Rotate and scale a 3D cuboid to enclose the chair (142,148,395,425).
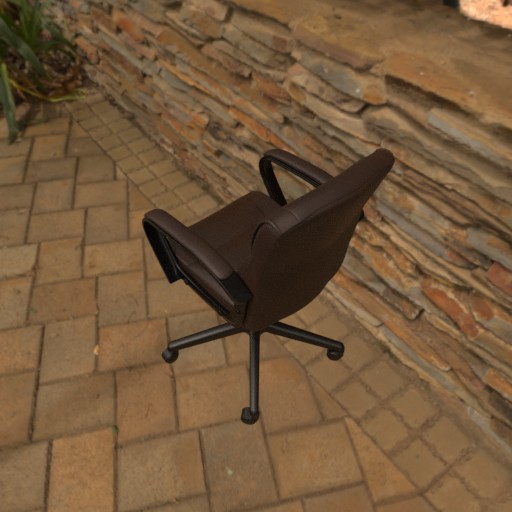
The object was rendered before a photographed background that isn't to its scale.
[{"bbox_3d":[0.000,0.000,1.569,0.739,1.004,0.717,-33,54,-28],"label":"chair"}]
